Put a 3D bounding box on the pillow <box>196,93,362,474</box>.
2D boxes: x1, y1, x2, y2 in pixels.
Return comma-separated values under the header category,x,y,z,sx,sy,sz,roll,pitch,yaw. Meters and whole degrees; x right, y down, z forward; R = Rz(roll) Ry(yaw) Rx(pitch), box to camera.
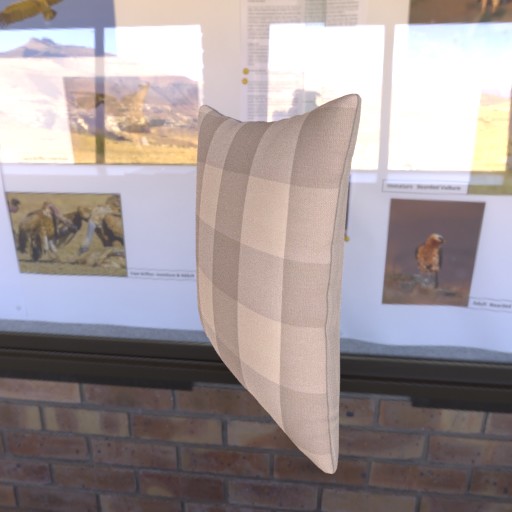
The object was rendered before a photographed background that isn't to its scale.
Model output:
category,x,y,z,sx,sy,sz,roll,pitch,yaw
pillow,0.000,0.000,0.769,0.161,0.509,0.511,-8,19,-24
